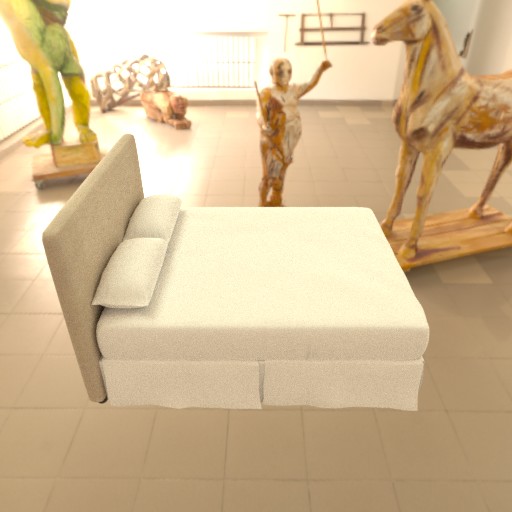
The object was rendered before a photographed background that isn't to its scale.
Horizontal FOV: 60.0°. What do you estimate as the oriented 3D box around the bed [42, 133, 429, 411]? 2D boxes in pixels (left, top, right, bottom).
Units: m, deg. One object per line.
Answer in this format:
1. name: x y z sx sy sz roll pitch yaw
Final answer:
1. bed: 0.000 0.000 3.221 2.162 1.330 1.713 0 32 0
